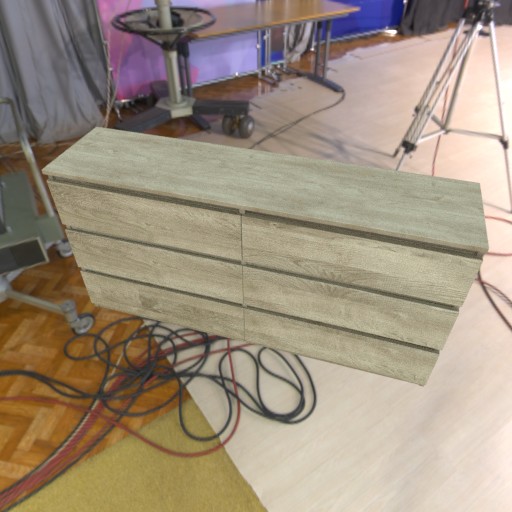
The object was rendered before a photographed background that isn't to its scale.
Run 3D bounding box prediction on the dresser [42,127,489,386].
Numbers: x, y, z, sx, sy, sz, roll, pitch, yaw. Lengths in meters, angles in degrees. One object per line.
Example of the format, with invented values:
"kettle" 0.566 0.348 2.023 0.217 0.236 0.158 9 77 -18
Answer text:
"dresser" 0.000 0.000 1.911 1.590 0.795 0.390 11 43 12
